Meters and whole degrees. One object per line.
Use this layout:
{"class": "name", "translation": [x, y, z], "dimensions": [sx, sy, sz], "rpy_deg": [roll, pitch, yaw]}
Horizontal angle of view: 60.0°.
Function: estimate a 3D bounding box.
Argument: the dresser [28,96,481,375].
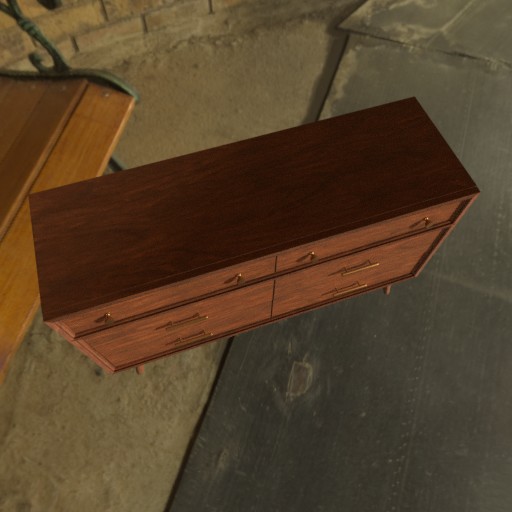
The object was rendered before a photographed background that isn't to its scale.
{"class": "dresser", "translation": [0.000, 0.000, 1.904], "dimensions": [1.472, 0.889, 0.500], "rpy_deg": [-16, 64, -8]}
